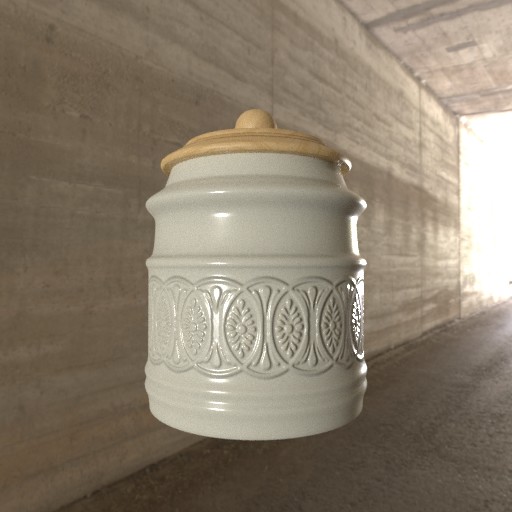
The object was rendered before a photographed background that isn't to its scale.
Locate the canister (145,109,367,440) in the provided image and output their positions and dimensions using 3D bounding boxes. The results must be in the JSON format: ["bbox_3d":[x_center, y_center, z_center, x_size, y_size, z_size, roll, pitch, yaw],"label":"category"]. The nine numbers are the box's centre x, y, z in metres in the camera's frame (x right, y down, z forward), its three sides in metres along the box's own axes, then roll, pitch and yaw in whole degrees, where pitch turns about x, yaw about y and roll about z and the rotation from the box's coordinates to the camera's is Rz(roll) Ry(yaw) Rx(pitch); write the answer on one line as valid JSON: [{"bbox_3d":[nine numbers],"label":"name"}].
[{"bbox_3d":[0.000,0.000,0.268,0.130,0.176,0.130,0,-1,0],"label":"canister"}]
